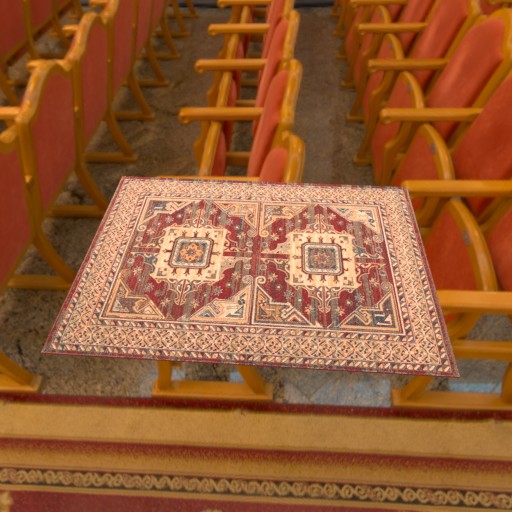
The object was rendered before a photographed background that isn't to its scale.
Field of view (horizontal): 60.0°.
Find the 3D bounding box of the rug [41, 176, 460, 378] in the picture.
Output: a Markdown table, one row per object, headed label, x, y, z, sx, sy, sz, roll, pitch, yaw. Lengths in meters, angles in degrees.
| label | x | y | z | sx | sy | sz | roll | pitch | yaw |
| --- | --- | --- | --- | --- | --- | --- | --- | --- | --- |
| rug | 0.000 | 0.000 | 2.883 | 2.210 | 0.011 | 1.599 | 3 | 46 | 3 |
